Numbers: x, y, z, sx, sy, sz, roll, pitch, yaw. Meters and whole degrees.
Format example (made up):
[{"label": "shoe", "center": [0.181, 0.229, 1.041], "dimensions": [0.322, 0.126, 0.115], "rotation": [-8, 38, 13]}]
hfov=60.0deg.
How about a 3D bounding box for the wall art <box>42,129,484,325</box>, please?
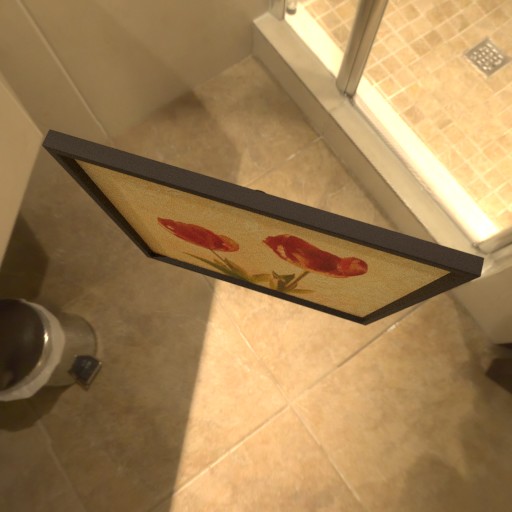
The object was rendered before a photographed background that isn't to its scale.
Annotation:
[{"label": "wall art", "center": [0.000, 0.000, 1.169], "dimensions": [0.805, 0.807, 0.043], "rotation": [17, 76, 4]}]
